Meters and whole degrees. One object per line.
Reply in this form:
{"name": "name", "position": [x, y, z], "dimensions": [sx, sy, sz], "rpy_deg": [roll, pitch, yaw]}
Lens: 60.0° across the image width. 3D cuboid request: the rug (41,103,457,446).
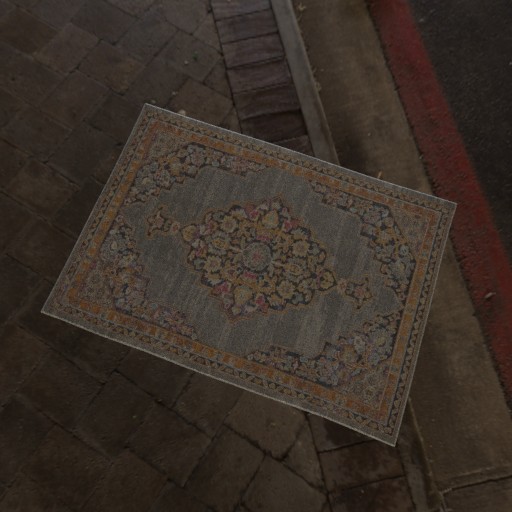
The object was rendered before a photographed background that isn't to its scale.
{"name": "rug", "position": [0.000, 0.000, 3.638], "dimensions": [2.901, 0.026, 2.043], "rpy_deg": [19, 75, 5]}
